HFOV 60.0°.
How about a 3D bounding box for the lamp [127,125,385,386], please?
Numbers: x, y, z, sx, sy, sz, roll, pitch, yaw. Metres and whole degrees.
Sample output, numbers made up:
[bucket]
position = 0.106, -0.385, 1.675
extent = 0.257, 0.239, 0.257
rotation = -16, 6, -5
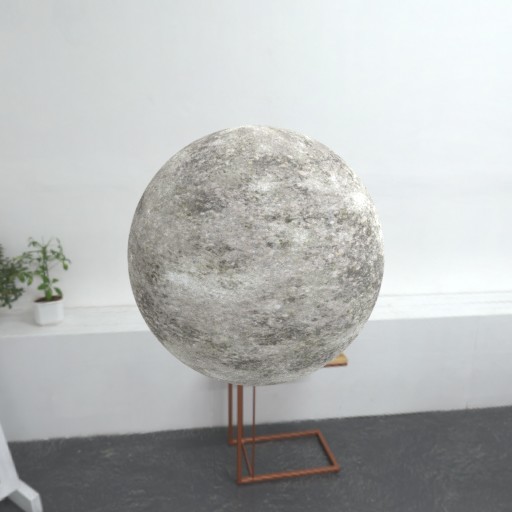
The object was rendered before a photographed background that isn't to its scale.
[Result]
[lamp]
position = 0.000, 0.000, 0.757
extent = 0.422, 0.429, 0.422
rotation = 0, 17, 0
